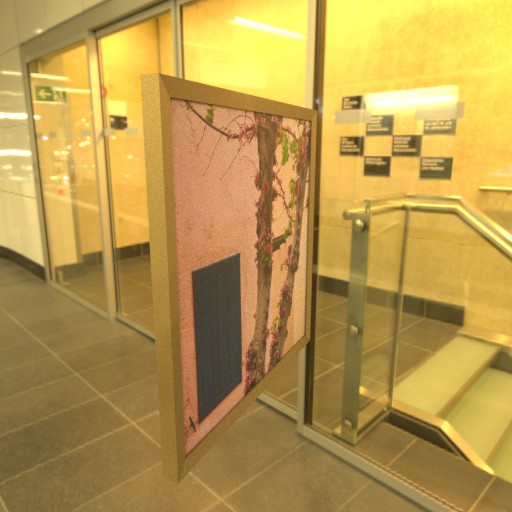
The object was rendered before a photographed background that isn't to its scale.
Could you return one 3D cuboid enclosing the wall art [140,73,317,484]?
[{"bbox_3d":[0.000,0.000,1.130,0.038,0.762,0.762,7,15,26],"label":"wall art"}]
